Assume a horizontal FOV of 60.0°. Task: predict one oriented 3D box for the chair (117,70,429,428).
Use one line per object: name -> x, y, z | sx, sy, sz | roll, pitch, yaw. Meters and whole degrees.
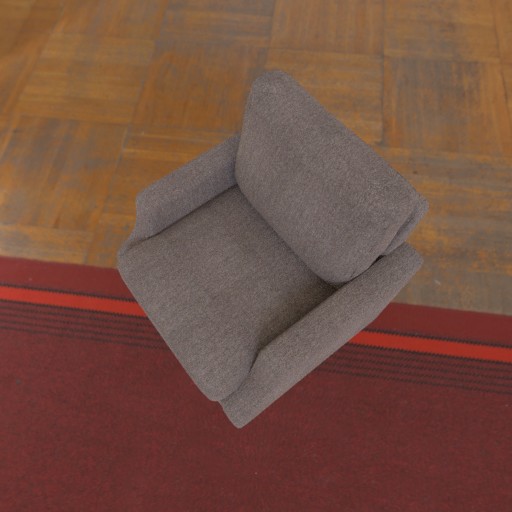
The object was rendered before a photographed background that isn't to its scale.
chair -> 0.000, 0.000, 1.672 | 0.897, 0.993, 0.855 | -35, 69, -16
